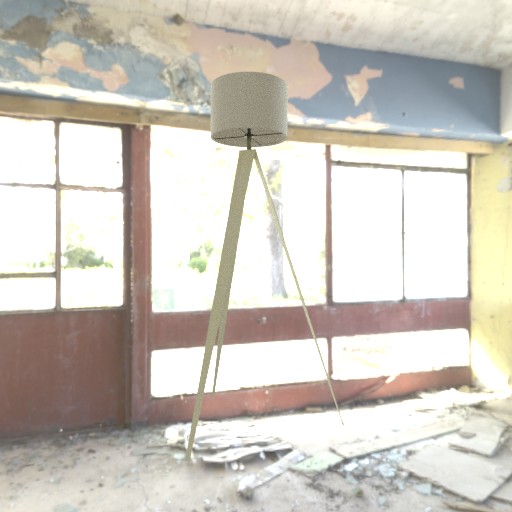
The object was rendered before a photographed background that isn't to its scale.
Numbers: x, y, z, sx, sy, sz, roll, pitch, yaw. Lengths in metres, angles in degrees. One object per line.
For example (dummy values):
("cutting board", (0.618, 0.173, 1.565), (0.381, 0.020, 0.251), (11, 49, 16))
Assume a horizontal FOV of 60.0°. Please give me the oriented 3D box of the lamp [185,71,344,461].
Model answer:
("lamp", (0.000, 0.000, 1.940), (0.724, 1.524, 0.716), (0, 0, 18))
